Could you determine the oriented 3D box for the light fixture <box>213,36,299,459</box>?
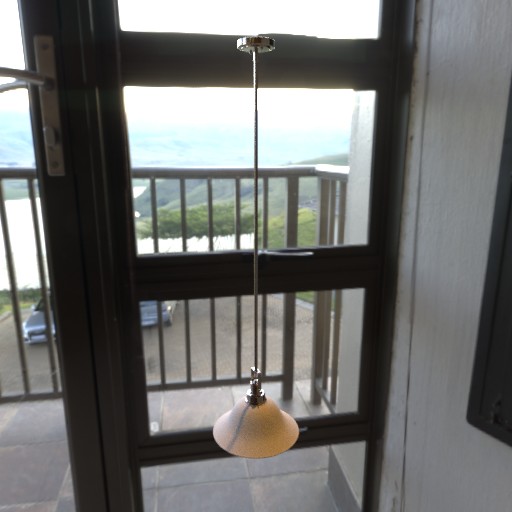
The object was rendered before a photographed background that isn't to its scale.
[{"bbox_3d":[0.000,0.000,1.517,0.324,1.354,0.324,-7,15,-26],"label":"light fixture"}]
